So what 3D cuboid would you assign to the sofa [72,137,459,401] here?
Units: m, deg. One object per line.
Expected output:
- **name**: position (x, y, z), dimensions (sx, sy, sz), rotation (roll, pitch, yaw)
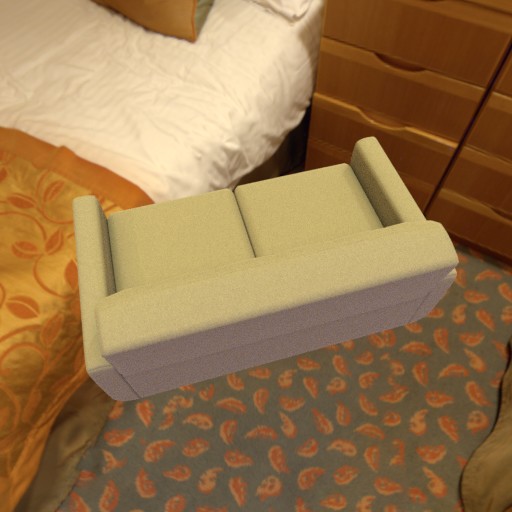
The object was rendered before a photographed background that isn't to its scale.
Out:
- **sofa**: position (0.000, 0.000, 2.222), dimensions (1.655, 0.892, 0.980), rotation (-13, 58, -8)
